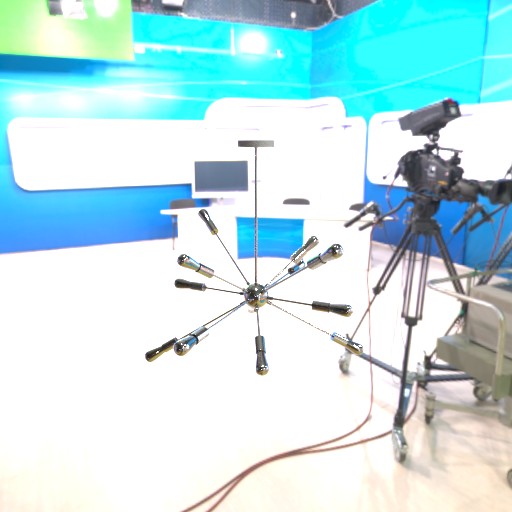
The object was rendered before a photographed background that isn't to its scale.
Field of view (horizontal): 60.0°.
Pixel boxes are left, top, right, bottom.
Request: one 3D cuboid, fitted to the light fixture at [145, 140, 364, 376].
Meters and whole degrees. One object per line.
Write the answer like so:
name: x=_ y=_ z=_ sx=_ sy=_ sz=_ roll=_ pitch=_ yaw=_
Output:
light fixture: x=0.000 y=0.000 z=1.103 sx=0.509 sy=0.558 sz=0.684 roll=7 pitch=16 yaw=25
